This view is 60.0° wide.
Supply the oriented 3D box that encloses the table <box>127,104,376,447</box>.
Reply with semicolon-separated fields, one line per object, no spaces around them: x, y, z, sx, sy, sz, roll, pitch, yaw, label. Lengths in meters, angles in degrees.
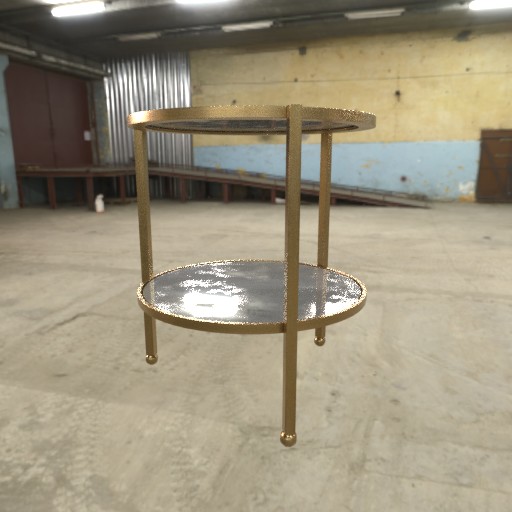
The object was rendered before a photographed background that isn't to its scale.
0.000;0.000;0.458;0.243;0.269;0.231;-12;17;-43;table
